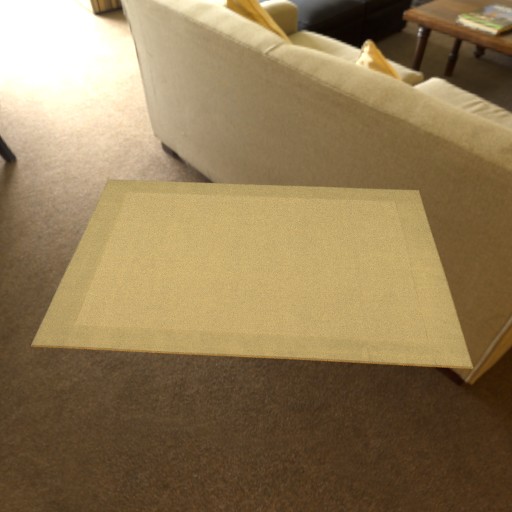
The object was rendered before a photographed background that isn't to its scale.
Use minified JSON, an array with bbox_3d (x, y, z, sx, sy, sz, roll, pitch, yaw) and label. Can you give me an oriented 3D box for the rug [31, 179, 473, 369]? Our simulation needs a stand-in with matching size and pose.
[{"bbox_3d":[0.000,0.000,2.953,2.438,0.014,1.524,2,47,2],"label":"rug"}]
